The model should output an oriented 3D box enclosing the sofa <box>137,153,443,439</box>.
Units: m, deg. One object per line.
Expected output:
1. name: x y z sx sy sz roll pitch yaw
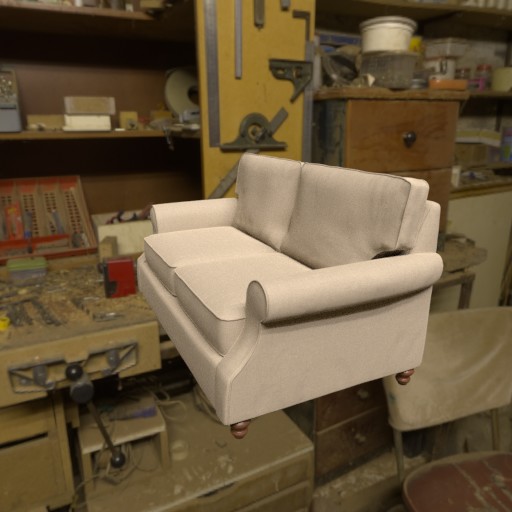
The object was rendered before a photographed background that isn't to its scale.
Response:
1. sofa: 0.000 0.000 2.283 0.964 0.937 1.665 -8 19 -25
